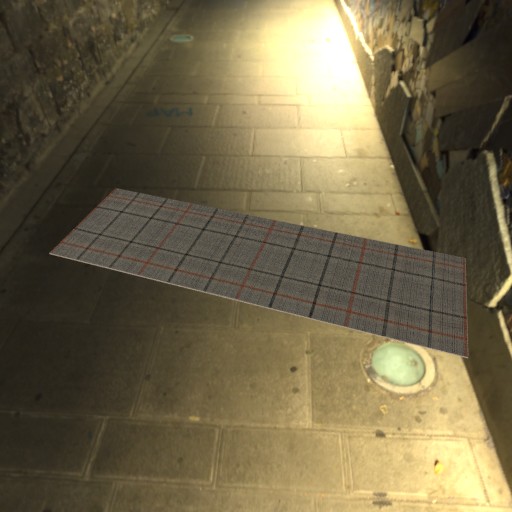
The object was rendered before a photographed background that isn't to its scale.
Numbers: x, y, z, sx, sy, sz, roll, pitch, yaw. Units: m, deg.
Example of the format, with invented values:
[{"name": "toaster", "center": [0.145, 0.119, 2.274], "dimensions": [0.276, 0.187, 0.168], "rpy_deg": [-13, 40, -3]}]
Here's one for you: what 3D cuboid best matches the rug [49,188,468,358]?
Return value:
[{"name": "rug", "center": [0.000, 0.000, 2.723], "dimensions": [2.439, 0.008, 0.762], "rpy_deg": [13, 43, 14]}]
